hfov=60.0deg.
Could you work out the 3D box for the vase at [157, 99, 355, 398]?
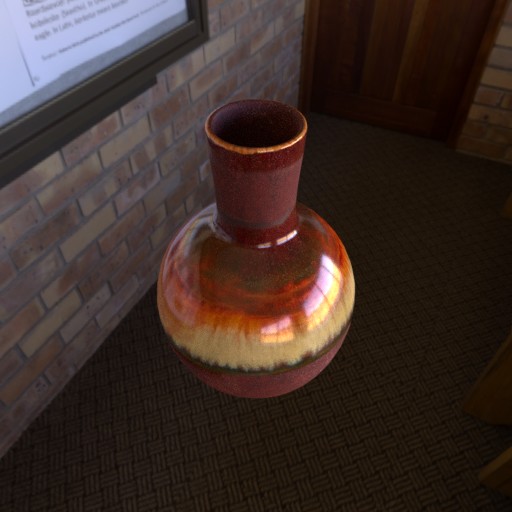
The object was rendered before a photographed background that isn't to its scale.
[{"bbox_3d":[0.000,0.000,0.233,0.111,0.154,0.111,0,46,0],"label":"vase"}]
